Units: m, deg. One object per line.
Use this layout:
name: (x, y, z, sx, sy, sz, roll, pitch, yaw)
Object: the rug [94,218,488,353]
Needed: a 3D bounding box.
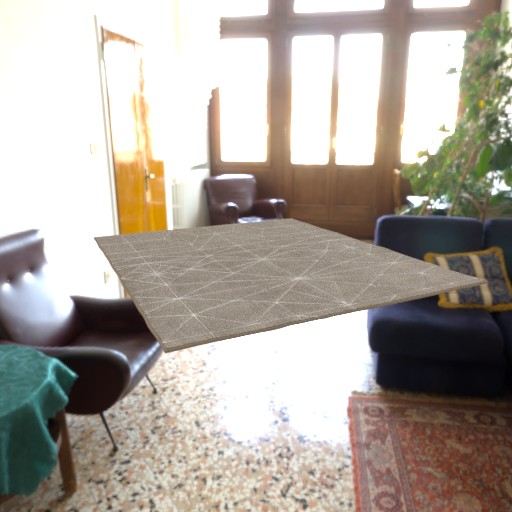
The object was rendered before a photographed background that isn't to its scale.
rug: (0.000, 0.000, 0.895, 0.548, 0.006, 0.639, -8, 17, -25)
